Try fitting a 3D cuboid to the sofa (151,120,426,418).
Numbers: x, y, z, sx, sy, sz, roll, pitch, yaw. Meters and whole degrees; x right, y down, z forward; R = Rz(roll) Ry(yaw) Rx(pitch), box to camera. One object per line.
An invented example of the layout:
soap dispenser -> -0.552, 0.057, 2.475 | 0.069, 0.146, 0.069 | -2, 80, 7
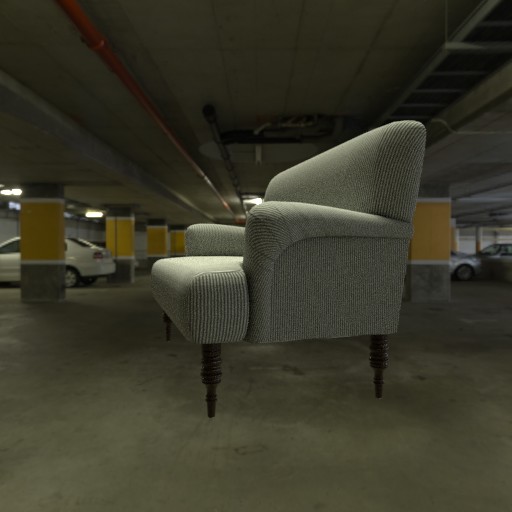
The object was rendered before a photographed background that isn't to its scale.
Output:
sofa -> 0.000, 0.000, 1.840 | 0.779, 0.889, 1.297 | 0, 1, -17
